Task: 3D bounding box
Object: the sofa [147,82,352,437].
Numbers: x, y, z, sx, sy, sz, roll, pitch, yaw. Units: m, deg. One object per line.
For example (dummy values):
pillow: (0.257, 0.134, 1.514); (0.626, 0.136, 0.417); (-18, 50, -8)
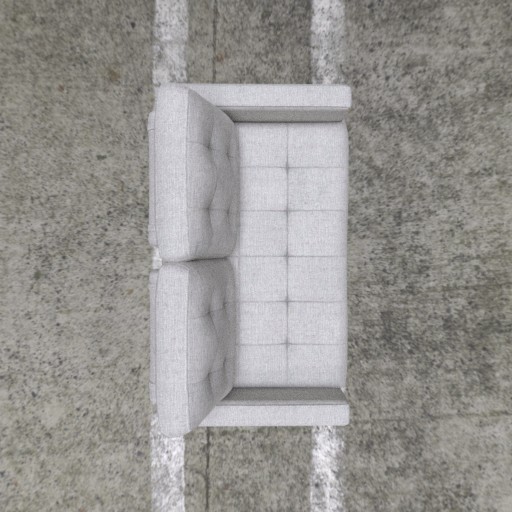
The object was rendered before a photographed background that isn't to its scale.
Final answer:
sofa: (0.000, 0.000, 1.925); (0.842, 0.907, 1.407); (0, 92, -1)
